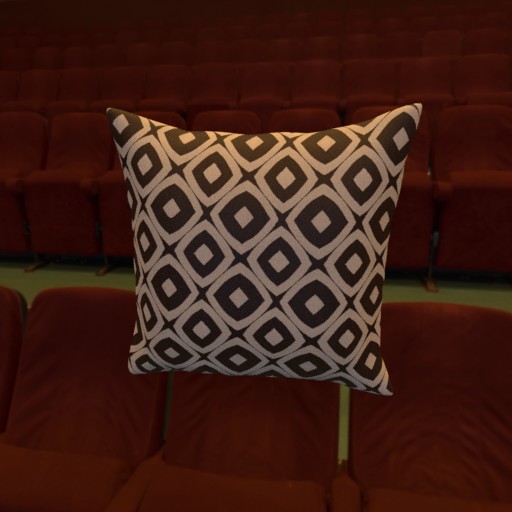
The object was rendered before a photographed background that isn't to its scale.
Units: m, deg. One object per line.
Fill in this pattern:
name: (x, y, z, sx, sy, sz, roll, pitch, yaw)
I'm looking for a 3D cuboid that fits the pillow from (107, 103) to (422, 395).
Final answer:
pillow: (0.000, 0.000, 0.766, 0.504, 0.494, 0.188, 2, 15, 9)
